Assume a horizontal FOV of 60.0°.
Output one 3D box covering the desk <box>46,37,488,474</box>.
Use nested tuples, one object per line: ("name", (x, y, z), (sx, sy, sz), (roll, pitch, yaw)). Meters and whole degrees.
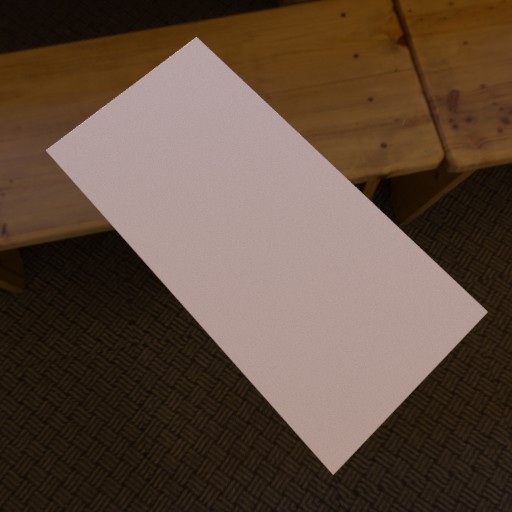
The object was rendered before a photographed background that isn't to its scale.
("desk", (0.000, 0.000, 1.821), (0.690, 0.740, 1.400), (-42, 79, -10))
